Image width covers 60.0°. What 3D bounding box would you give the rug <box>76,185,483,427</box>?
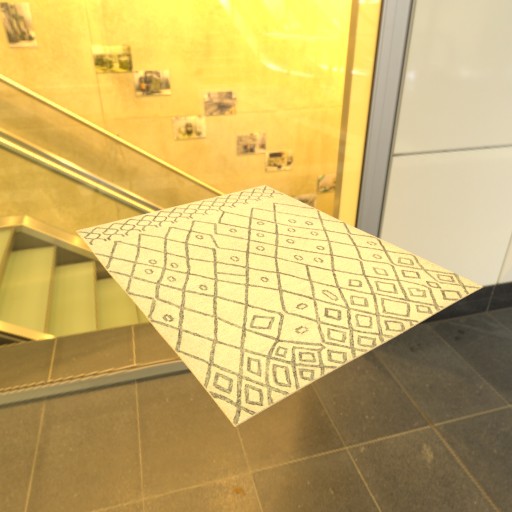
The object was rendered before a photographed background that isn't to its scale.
[{"bbox_3d":[0.000,0.000,4.127,2.446,0.015,3.046,-19,34,-30],"label":"rug"}]
